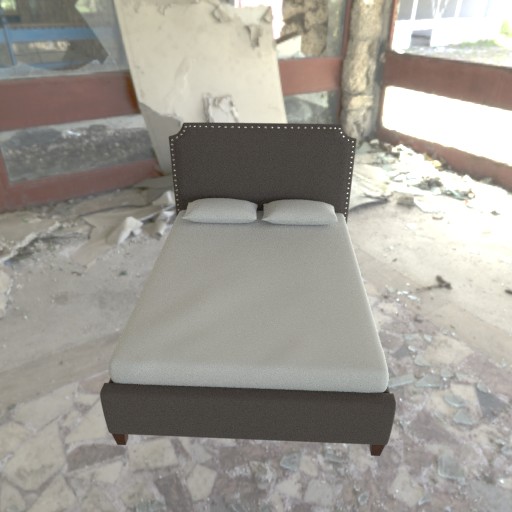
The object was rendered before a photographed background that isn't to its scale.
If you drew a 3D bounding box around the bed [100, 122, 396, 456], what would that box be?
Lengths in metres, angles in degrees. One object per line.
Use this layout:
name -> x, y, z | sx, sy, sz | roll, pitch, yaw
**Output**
bed -> 0.000, 0.000, 3.367 | 1.713, 1.443, 2.372 | 1, 30, 2
